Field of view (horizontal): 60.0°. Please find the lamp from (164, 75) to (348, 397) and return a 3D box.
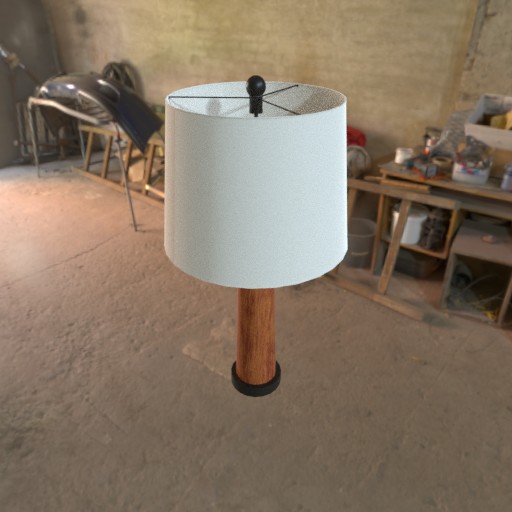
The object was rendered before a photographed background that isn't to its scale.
[{"bbox_3d":[0.000,0.000,0.874,0.349,0.667,0.349,0,31,0],"label":"lamp"}]
